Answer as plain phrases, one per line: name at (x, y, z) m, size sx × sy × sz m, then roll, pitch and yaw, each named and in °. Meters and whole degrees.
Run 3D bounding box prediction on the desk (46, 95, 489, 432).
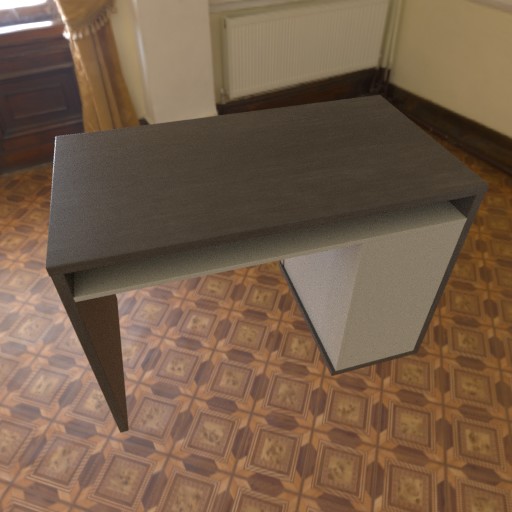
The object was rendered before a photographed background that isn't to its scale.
desk at (0.000, 0.000, 1.511) m, size 1.100 × 0.750 × 0.600 m, roll -11°, pitch 44°, yaw -12°
